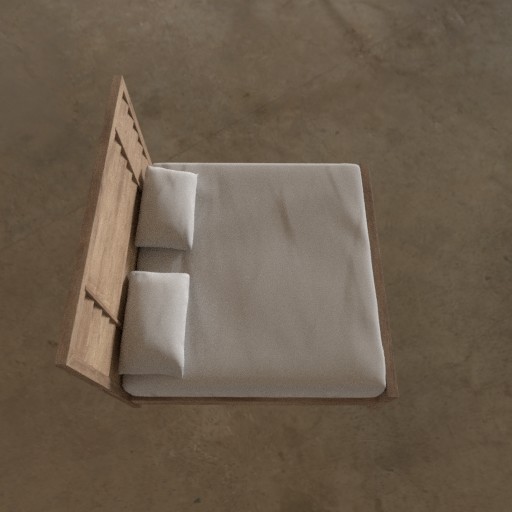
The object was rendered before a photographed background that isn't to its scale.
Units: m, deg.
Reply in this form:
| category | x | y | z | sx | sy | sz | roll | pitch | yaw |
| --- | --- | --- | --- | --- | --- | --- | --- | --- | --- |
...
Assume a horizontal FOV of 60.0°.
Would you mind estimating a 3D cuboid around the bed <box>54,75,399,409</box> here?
| category | x | y | z | sx | sy | sz | roll | pitch | yaw |
| --- | --- | --- | --- | --- | --- | --- | --- | --- | --- |
| bed | 0.000 | 0.000 | 3.401 | 2.032 | 1.626 | 2.032 | 0 | 64 | 0 |
